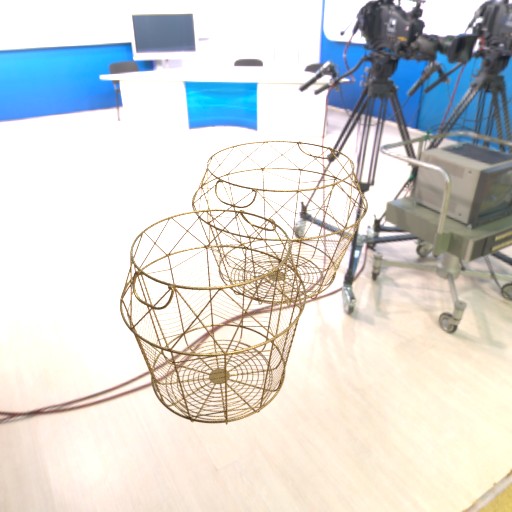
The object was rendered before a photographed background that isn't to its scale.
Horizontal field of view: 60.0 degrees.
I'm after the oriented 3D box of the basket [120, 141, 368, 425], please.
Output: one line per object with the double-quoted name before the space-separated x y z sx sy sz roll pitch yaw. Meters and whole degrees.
"basket" 0.000 0.000 1.044 0.451 0.343 0.805 10 33 17
